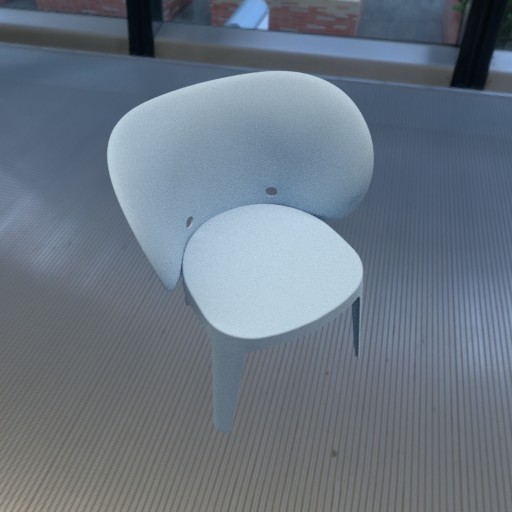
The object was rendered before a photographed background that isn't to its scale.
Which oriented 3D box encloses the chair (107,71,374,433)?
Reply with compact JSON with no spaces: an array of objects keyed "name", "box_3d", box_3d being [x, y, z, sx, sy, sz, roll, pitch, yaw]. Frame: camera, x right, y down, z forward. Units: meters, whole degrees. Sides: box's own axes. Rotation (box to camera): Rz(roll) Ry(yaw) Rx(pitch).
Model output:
[{"name":"chair","box_3d":[0.000,0.000,0.878,0.451,0.554,0.402,-23,51,-20]}]
